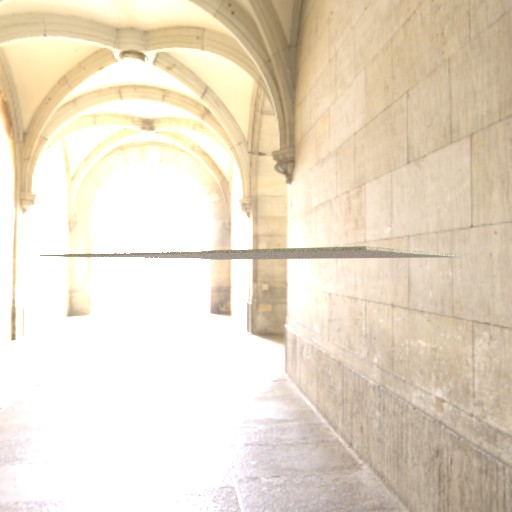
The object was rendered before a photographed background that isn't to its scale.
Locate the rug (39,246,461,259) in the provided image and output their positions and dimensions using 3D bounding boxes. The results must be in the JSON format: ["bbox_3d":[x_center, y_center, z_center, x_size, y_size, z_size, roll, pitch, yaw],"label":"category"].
[{"bbox_3d":[0.000,0.000,4.069,3.039,0.019,2.420,-1,-1,35],"label":"rug"}]
